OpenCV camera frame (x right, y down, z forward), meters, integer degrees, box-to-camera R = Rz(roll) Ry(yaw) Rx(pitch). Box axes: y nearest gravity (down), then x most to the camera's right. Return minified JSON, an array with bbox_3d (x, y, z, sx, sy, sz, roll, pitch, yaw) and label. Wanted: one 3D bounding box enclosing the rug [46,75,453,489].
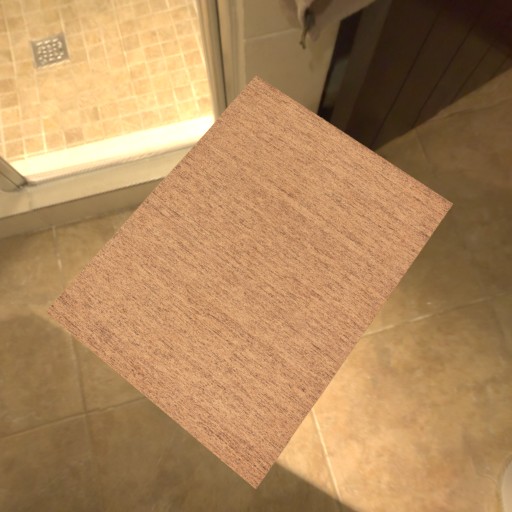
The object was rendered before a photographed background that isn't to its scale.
[{"bbox_3d":[0.000,0.000,4.230,2.448,0.013,3.205,36,78,9],"label":"rug"}]
